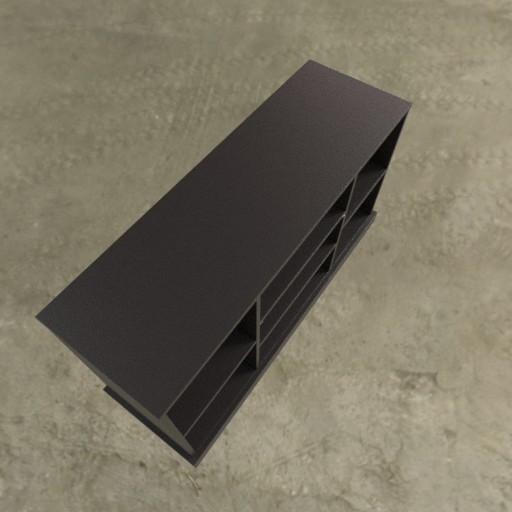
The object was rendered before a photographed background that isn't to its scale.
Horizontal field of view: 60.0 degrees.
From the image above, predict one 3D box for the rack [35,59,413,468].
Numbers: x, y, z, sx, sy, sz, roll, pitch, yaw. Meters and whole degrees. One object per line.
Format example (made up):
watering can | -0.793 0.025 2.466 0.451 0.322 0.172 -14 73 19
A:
rack | 0.000 0.000 1.470 0.399 0.635 1.206 32 63 18
